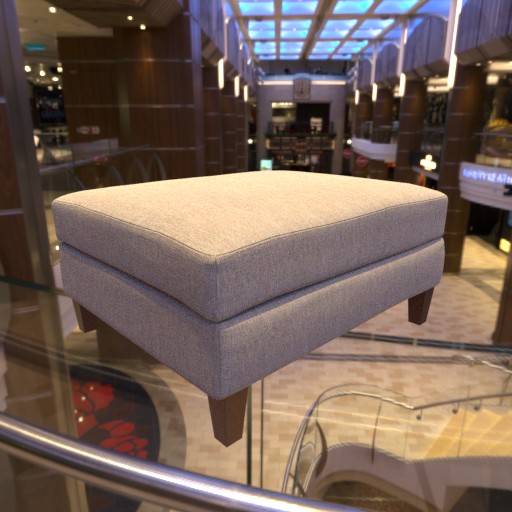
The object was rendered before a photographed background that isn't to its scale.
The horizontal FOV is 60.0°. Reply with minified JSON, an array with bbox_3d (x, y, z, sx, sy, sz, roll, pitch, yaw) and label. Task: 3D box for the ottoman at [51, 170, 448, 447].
[{"bbox_3d":[0.000,0.000,1.431,0.976,0.492,0.836,-16,23,-41],"label":"ottoman"}]
